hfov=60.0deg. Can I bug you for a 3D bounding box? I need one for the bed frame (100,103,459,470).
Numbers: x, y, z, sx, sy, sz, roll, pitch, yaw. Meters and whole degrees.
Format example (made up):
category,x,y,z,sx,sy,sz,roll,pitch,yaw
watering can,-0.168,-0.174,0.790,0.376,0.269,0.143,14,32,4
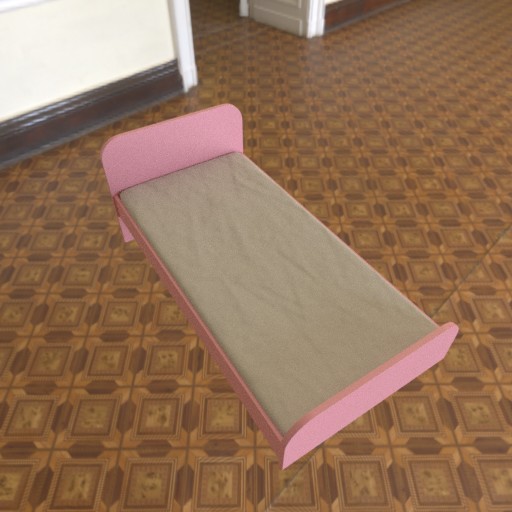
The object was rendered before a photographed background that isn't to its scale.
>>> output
category,x,y,z,sx,sy,sz,roll,pitch,yaw
bed frame,0.000,0.000,2.512,0.998,0.805,1.963,-25,50,-22
